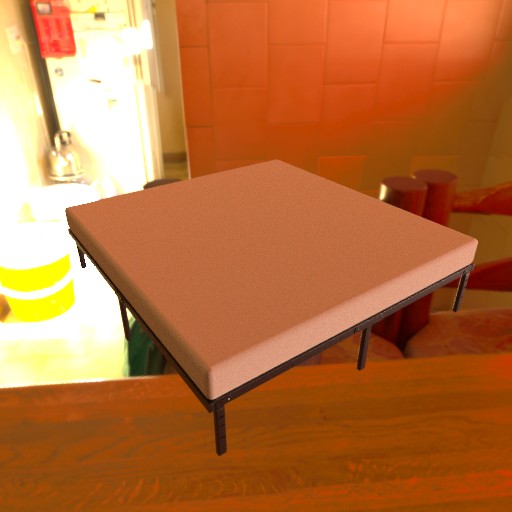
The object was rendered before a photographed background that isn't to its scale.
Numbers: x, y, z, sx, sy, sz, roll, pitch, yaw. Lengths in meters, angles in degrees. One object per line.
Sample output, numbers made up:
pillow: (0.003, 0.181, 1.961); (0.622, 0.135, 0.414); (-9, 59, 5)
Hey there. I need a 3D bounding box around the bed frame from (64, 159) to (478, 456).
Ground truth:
bed frame: (0.000, 0.000, 3.958); (2.526, 0.680, 2.635); (-20, 35, -31)
